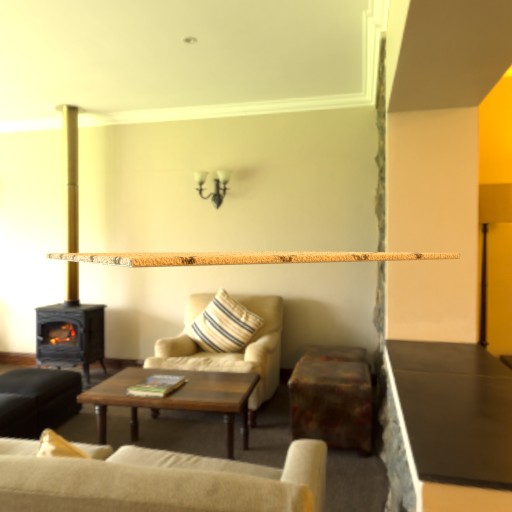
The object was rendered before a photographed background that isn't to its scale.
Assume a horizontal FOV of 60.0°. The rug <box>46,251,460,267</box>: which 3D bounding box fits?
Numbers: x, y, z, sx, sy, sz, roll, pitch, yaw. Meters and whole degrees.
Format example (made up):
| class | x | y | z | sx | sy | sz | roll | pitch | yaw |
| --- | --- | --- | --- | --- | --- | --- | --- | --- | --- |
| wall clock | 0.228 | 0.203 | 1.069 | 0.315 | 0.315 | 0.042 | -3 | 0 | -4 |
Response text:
| class | x | y | z | sx | sy | sz | roll | pitch | yaw |
| --- | --- | --- | --- | --- | --- | --- | --- | --- | --- |
| rug | 0.000 | 0.000 | 2.294 | 1.778 | 0.030 | 1.219 | -1 | 1 | -36 |
